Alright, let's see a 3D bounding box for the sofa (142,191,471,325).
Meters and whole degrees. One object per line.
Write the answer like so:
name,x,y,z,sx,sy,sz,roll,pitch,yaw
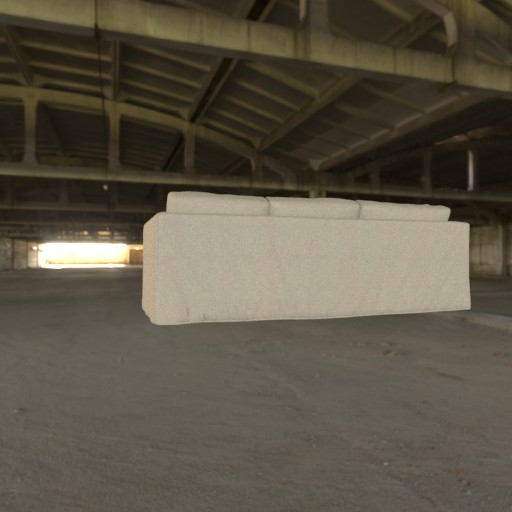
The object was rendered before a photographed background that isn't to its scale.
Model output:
sofa,0.000,0.000,4.729,2.476,0.878,3.528,0,0,-18
